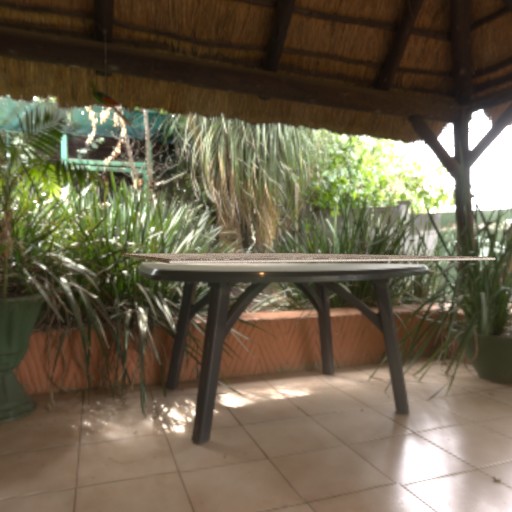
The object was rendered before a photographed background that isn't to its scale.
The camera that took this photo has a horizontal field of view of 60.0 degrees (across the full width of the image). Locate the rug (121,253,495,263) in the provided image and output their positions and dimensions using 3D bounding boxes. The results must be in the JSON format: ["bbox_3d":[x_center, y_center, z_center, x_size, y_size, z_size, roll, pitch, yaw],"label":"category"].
[{"bbox_3d":[0.000,0.000,2.279,1.206,0.012,1.824,0,1,-21],"label":"rug"}]
